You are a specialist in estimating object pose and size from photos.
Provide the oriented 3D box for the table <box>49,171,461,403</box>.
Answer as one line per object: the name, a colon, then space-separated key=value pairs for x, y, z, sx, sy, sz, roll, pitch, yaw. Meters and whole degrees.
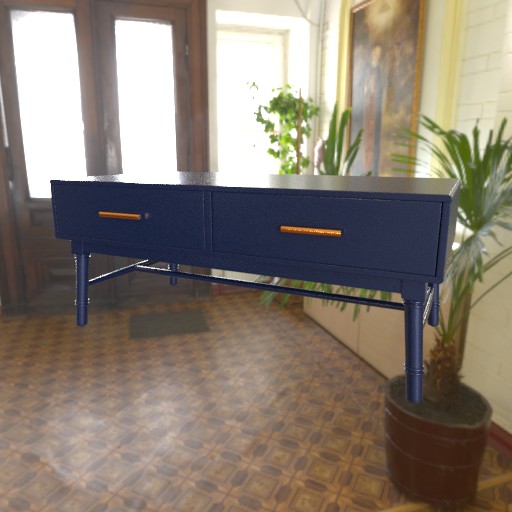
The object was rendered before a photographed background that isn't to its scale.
table: x=0.000 y=0.000 z=1.333 sx=1.067 sy=0.457 sz=0.572 roll=6 pitch=15 yaw=25
